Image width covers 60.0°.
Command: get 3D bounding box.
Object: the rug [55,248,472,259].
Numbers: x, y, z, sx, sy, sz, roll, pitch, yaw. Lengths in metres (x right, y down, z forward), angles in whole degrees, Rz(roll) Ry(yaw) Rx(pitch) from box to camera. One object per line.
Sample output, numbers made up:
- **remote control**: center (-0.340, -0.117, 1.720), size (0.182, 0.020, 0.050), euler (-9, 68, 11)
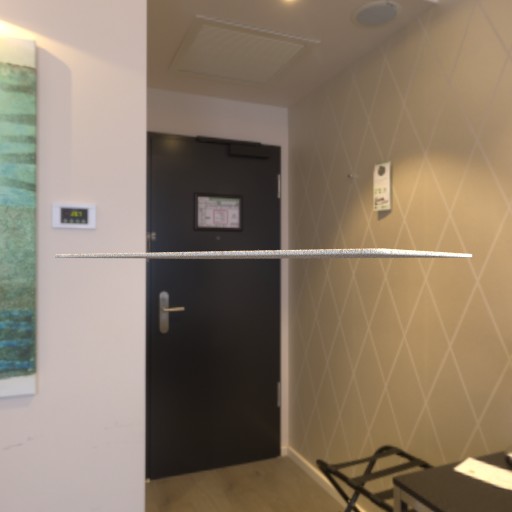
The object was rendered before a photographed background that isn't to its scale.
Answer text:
- **rug**: center (0.000, 0.000, 3.403), size (2.698, 0.025, 1.798), euler (-1, -1, 37)
